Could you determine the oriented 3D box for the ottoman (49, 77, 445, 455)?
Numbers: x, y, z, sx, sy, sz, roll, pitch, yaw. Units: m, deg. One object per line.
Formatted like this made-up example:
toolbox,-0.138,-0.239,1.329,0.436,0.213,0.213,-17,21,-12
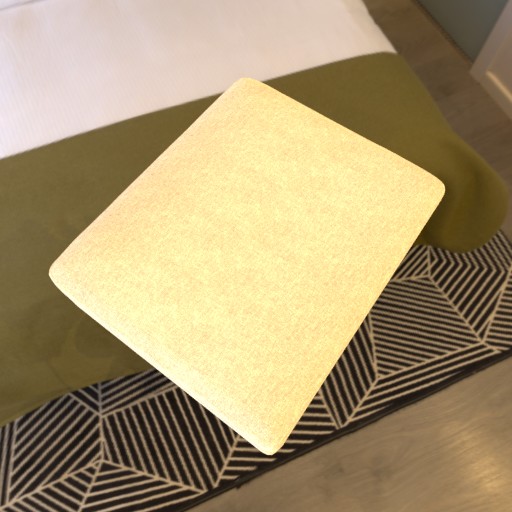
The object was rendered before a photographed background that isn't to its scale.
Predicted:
ottoman,0.000,0.000,1.280,0.693,0.474,0.821,33,70,14
